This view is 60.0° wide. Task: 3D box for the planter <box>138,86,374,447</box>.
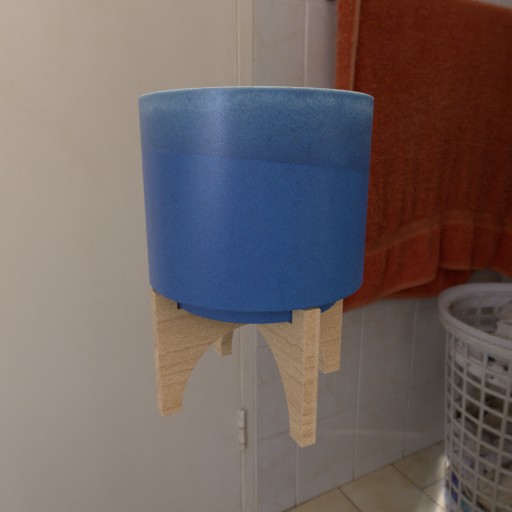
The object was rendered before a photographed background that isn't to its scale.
[{"bbox_3d":[0.000,0.000,0.552,0.261,0.367,0.261,0,14,0],"label":"planter"}]
